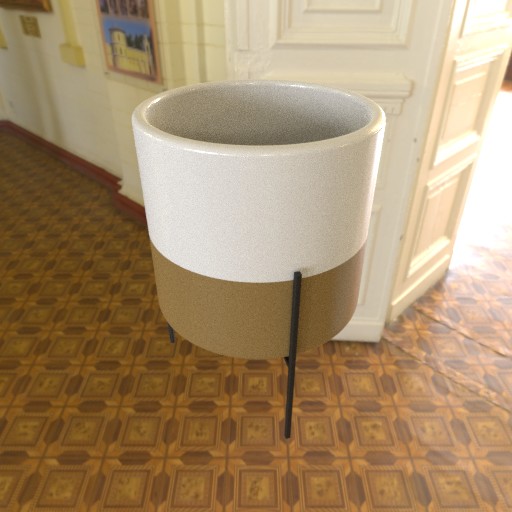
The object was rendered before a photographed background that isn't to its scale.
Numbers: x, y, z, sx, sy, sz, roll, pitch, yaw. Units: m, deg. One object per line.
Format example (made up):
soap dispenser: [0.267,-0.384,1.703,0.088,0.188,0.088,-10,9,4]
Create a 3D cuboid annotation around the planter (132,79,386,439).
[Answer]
planter: [0.000,0.000,0.652,0.310,0.432,0.310,0,34,0]
